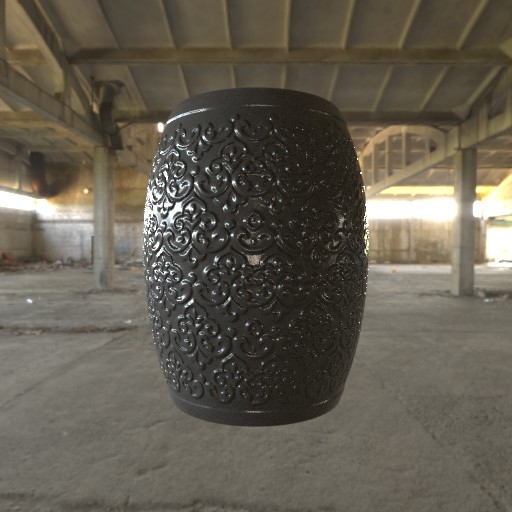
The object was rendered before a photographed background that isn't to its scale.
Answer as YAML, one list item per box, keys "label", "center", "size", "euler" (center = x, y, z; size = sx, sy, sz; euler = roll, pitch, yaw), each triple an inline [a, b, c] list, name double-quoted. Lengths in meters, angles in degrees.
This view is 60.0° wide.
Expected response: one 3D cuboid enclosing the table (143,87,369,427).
- label: "table"
  center: [0.000, 0.000, 0.627]
  size: [0.309, 0.397, 0.309]
  euler: [0, 1, 0]
